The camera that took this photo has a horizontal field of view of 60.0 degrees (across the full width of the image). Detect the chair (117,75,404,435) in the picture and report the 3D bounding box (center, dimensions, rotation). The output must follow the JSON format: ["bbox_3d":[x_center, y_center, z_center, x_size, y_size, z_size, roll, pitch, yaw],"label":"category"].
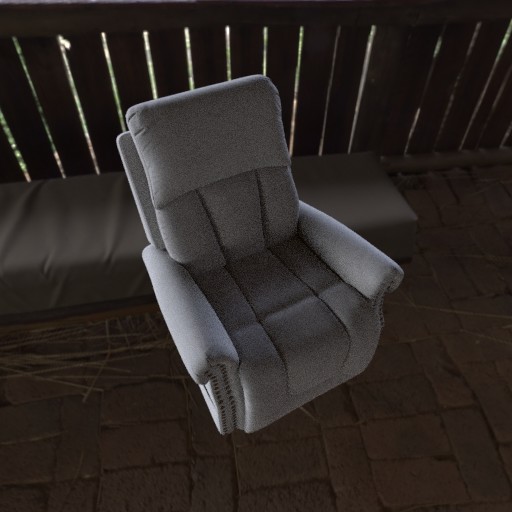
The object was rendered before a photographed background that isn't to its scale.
[{"bbox_3d":[0.000,0.000,1.766,0.871,1.031,0.979,-22,51,-19],"label":"chair"}]
